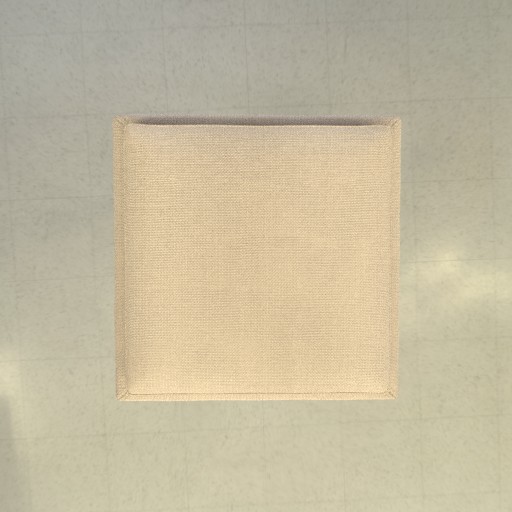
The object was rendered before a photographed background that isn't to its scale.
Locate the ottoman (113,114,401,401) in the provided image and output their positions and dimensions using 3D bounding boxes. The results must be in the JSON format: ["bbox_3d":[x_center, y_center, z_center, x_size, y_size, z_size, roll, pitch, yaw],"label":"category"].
[{"bbox_3d":[0.000,0.000,0.825,0.450,0.460,0.451,0,92,-1],"label":"ottoman"}]
